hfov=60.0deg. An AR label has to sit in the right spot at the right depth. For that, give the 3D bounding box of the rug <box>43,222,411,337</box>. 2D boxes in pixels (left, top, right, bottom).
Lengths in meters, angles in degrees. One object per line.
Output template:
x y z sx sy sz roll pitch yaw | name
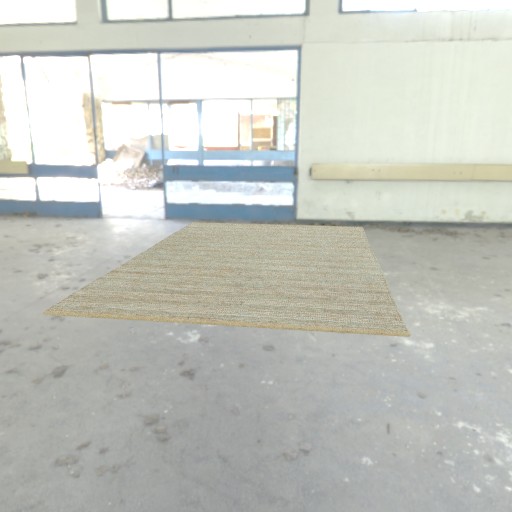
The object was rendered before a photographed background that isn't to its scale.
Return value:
0.000 0.000 2.324 1.240 0.010 1.824 2 14 8 | rug
